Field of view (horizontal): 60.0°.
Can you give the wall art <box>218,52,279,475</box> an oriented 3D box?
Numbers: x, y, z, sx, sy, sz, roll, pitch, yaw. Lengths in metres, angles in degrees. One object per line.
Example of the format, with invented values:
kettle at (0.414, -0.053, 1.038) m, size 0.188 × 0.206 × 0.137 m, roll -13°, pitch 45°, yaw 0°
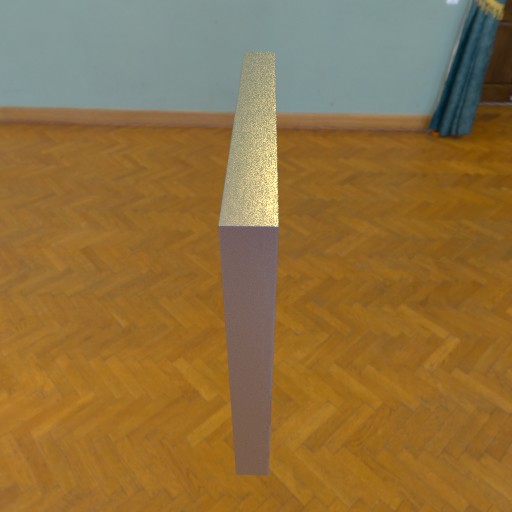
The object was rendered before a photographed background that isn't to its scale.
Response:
wall art at (0.000, 0.000, 0.517) m, size 0.038 × 0.350 × 0.350 m, roll 1°, pitch 41°, yaw 1°
